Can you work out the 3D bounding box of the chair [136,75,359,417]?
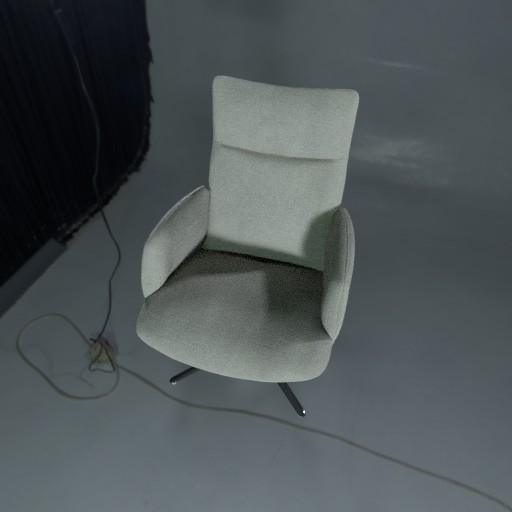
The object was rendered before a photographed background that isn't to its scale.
[{"bbox_3d":[0.000,0.000,1.657,0.711,1.016,0.889,11,43,12],"label":"chair"}]
